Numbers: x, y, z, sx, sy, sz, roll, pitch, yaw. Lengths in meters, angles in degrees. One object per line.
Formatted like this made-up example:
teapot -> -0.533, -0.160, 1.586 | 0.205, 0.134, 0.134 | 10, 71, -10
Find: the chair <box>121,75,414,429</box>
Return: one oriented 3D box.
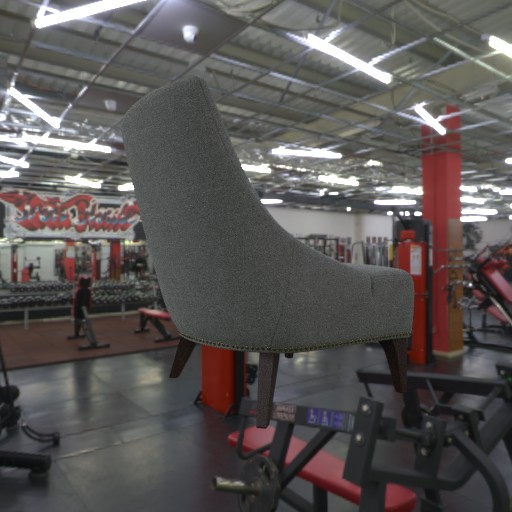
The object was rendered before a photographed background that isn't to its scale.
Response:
chair -> 0.000, 0.000, 1.521 | 0.861, 0.909, 0.701 | 0, 0, -34
